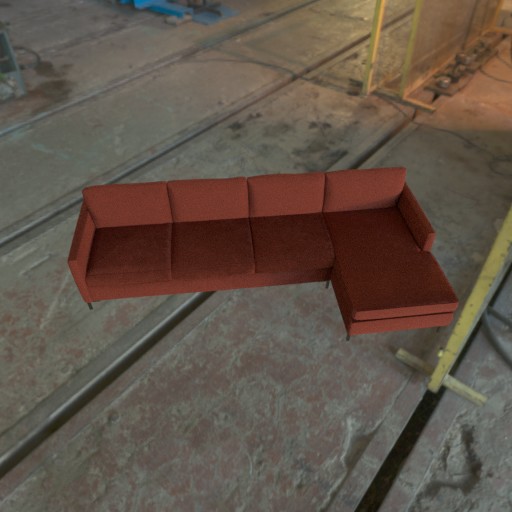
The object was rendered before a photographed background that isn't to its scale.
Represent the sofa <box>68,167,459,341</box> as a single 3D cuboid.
[{"bbox_3d":[0.000,0.000,3.638,2.932,0.810,1.350,-4,46,-4],"label":"sofa"}]
